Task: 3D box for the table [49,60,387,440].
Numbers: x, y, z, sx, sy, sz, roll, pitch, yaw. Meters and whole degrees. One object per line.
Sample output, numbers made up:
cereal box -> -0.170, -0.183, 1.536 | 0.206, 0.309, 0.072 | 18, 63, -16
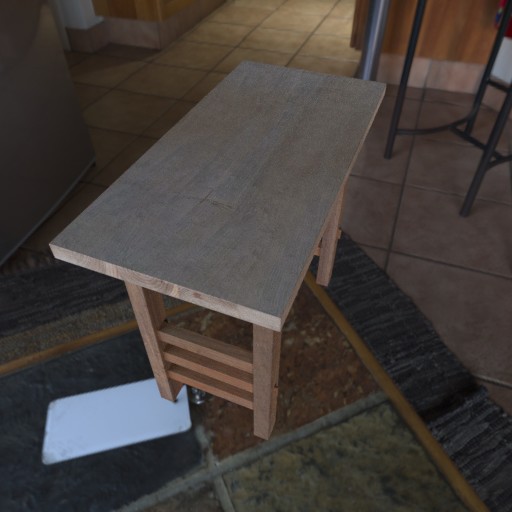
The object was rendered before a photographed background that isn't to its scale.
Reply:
table -> 0.000, 0.000, 1.614 | 0.556, 0.914, 1.119 | 16, 47, 15
